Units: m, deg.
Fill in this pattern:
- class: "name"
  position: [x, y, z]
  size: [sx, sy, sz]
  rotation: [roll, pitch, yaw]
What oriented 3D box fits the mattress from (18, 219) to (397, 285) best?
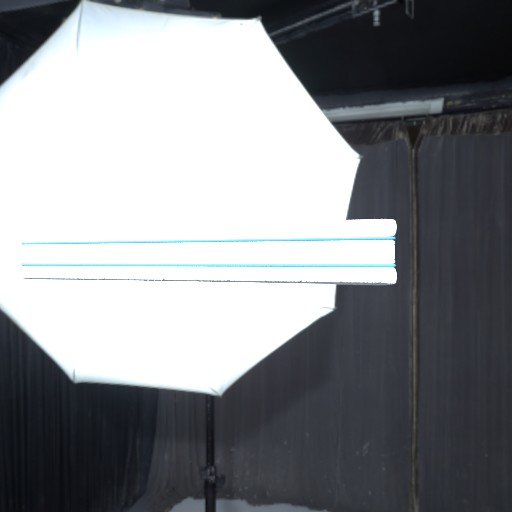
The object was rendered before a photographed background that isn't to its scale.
- class: "mattress"
  position: [0.000, 0.000, 2.687]
  size: [1.600, 0.230, 2.000]
  rotation: [0, -1, 17]
